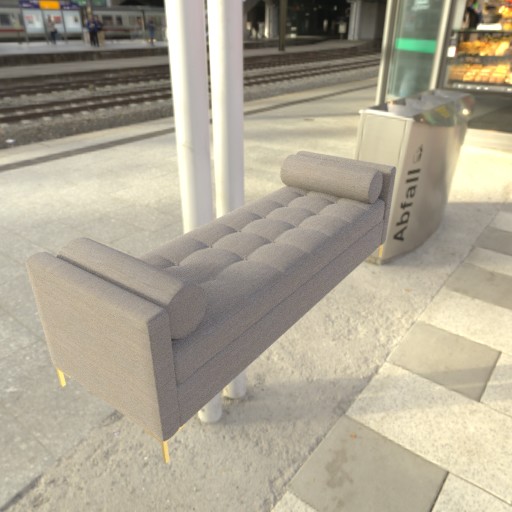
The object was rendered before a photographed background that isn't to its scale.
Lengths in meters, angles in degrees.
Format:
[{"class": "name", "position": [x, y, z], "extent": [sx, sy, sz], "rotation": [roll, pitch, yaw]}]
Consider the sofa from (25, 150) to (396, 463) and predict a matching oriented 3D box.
[{"class": "sofa", "position": [0.000, 0.000, 2.299], "extent": [0.686, 0.635, 1.981], "rotation": [19, 33, 32]}]
